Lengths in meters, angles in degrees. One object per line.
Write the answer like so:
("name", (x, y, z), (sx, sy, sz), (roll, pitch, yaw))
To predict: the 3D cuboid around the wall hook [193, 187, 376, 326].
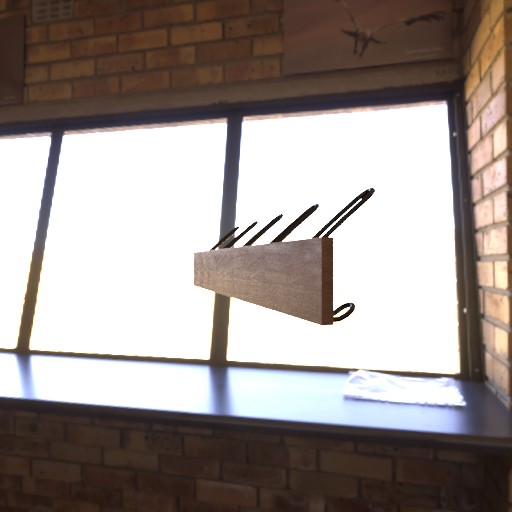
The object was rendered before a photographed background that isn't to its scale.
("wall hook", (0.000, 0.000, 0.597), (0.076, 0.116, 0.554), (0, -1, -18))
